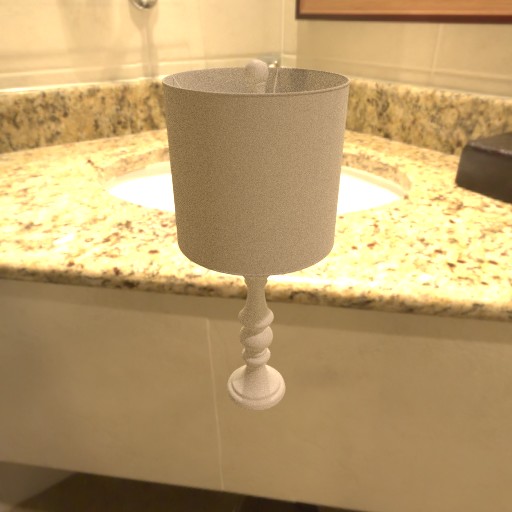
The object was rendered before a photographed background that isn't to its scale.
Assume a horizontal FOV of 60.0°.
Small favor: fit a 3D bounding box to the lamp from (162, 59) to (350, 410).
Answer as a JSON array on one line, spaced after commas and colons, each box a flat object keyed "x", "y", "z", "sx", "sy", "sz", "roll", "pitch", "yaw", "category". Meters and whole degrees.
[{"x": 0.000, "y": 0.000, "z": 0.734, "sx": 0.250, "sy": 0.597, "sz": 0.250, "roll": 8, "pitch": 30, "yaw": 14, "category": "lamp"}]
